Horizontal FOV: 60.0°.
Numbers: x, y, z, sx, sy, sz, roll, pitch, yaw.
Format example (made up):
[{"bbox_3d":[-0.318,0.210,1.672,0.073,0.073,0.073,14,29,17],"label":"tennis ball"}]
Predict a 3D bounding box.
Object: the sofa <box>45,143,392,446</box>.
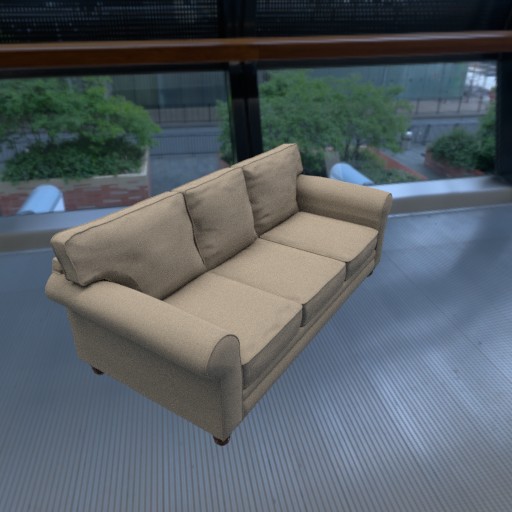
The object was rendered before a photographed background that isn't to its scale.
[{"bbox_3d":[0.000,0.000,2.660,0.998,0.889,2.118,17,32,29],"label":"sofa"}]
